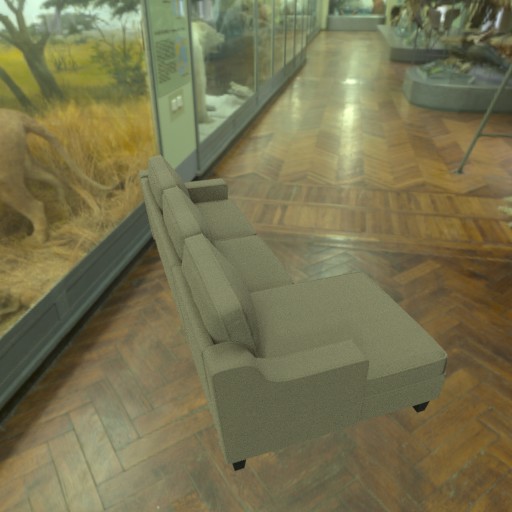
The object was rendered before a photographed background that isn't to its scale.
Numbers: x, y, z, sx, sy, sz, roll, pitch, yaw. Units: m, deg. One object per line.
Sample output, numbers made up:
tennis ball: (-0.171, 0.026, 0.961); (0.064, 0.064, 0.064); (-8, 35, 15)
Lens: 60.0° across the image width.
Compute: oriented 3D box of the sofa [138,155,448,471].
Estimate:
sofa: (0.000, 0.000, 3.139); (1.294, 0.928, 2.561); (-10, 32, -17)
